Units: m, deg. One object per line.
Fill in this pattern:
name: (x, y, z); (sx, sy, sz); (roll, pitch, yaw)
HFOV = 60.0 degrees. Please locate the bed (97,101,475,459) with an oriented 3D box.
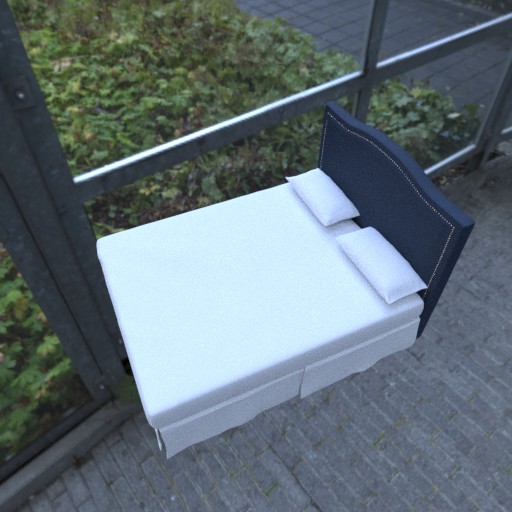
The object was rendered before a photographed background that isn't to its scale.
bed: (0.000, 0.000, 3.447); (2.282, 1.436, 1.821); (-19, 50, -16)
